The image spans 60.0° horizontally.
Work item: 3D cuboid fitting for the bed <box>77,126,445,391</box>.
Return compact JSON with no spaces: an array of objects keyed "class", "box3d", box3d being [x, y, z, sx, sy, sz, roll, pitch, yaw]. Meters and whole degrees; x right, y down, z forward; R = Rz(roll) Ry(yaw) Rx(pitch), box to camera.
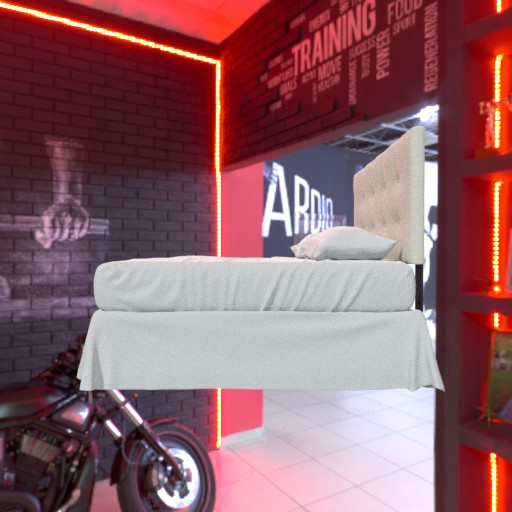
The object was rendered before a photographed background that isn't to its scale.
[{"class":"bed","box3d":[0.000,0.000,3.471,2.222,1.577,1.936,0,0,0]}]
